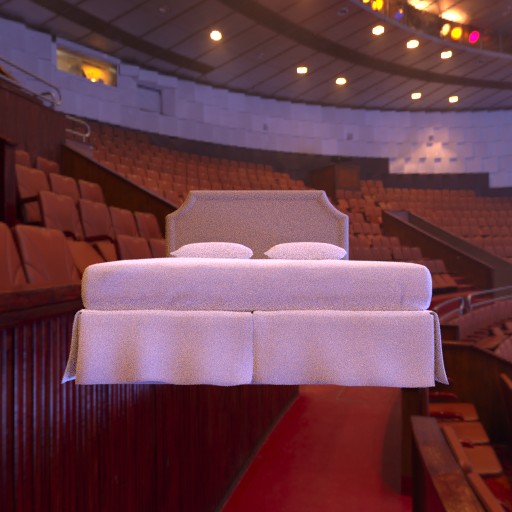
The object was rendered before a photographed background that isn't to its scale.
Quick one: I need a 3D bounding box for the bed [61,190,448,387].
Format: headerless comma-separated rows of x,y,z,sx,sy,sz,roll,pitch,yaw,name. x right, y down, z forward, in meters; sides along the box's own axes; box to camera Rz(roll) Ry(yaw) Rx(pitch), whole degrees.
0.000,0.000,4.018,2.350,1.590,2.773,0,0,0,bed
